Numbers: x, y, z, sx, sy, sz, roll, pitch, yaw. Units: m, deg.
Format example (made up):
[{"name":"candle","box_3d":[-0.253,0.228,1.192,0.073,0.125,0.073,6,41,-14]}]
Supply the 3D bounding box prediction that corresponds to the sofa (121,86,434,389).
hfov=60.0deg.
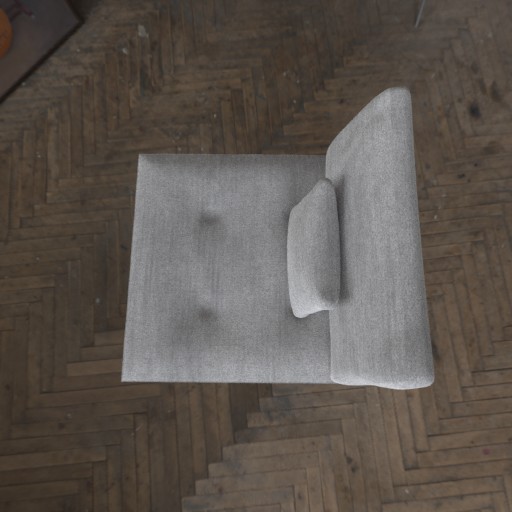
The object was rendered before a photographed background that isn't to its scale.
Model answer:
[{"name":"sofa","box_3d":[0.000,0.000,1.660,1.000,0.820,0.930,0,76,0]}]
